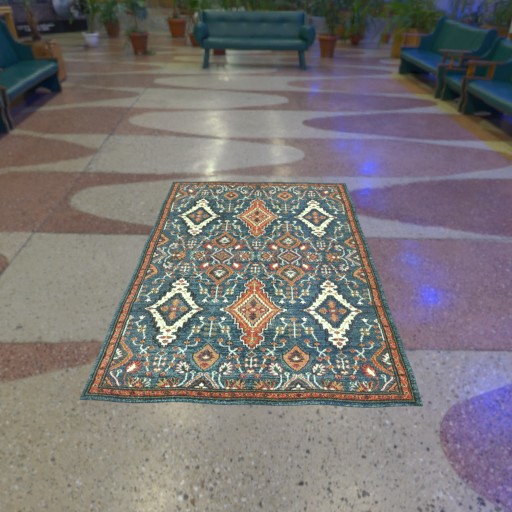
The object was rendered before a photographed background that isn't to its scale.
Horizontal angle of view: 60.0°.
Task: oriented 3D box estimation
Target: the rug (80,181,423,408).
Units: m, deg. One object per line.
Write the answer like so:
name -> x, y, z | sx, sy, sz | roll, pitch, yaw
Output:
rug -> 0.000, 0.000, 4.175 | 2.190, 0.008, 3.371 | 1, 34, 1
